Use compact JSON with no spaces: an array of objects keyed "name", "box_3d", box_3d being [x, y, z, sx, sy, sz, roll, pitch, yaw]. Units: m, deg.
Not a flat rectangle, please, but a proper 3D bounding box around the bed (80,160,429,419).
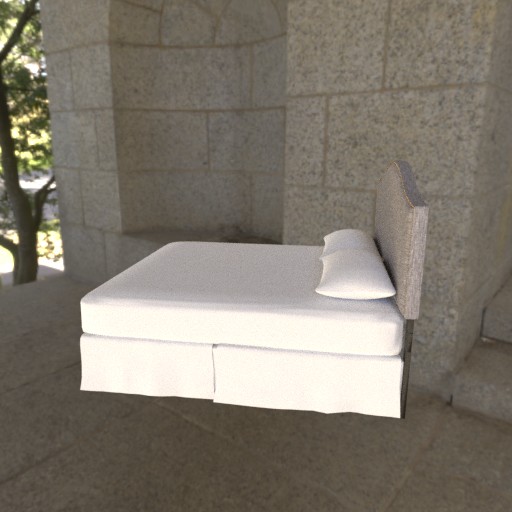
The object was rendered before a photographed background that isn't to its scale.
[{"name":"bed","box_3d":[0.000,0.000,3.039,1.870,1.295,1.610,2,15,9]}]
